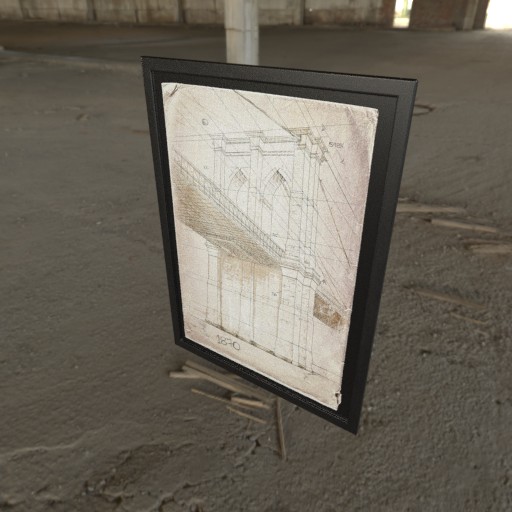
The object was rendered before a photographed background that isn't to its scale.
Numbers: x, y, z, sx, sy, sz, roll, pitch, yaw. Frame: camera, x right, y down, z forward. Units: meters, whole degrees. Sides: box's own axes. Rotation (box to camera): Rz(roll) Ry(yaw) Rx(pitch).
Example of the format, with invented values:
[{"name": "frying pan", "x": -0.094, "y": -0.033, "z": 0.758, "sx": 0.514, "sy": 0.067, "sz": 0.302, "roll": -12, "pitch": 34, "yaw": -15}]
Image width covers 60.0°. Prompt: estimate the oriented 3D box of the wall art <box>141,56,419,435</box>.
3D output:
[{"name": "wall art", "x": 0.000, "y": 0.000, "z": 1.217, "sx": 0.707, "sy": 0.967, "sz": 0.013, "roll": 19, "pitch": 35, "yaw": 29}]
